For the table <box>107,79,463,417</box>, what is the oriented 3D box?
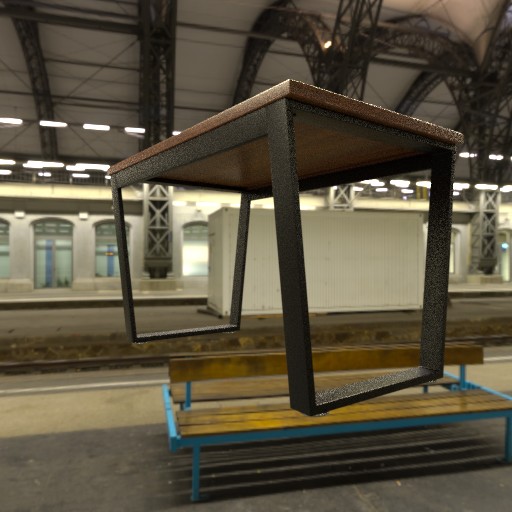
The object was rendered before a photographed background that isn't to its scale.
[{"bbox_3d":[0.000,0.000,1.649,0.714,0.760,1.205,0,0,-37],"label":"table"}]
